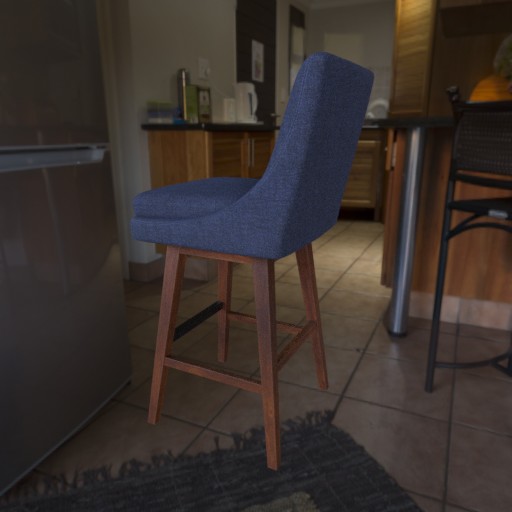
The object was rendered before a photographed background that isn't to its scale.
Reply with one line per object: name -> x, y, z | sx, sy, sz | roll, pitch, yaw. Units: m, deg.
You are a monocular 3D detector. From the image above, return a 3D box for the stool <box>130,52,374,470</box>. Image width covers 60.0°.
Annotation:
stool -> 0.000, 0.000, 1.353 | 0.572, 1.068, 0.489 | 8, 19, 26
